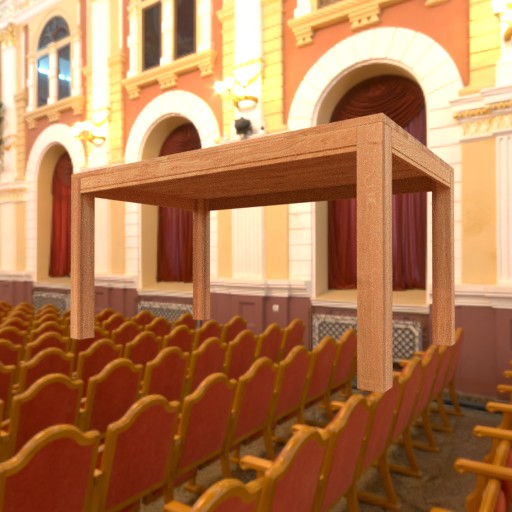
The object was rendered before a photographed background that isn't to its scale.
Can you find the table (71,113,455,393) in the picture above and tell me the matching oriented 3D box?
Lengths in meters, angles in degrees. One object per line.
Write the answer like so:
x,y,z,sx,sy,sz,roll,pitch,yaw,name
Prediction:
0.000,0.000,2.017,1.500,0.770,0.900,0,-1,36,table
